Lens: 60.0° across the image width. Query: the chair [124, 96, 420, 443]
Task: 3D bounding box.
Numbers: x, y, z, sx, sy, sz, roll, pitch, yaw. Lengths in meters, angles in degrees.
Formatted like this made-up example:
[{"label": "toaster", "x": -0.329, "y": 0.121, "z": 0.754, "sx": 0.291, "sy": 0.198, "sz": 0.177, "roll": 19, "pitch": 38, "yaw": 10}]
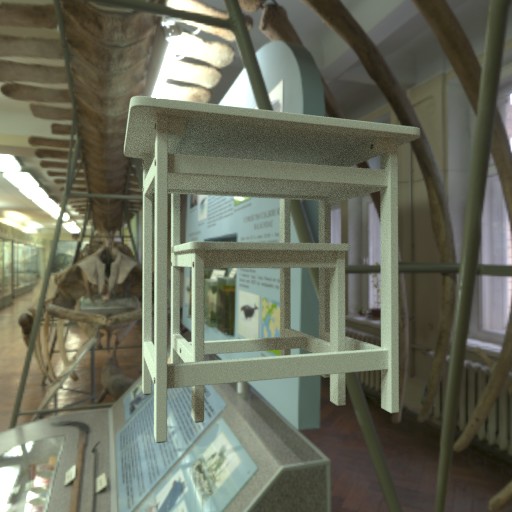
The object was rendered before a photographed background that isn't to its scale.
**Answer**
[{"label": "chair", "x": 0.000, "y": 0.000, "z": 1.060, "sx": 0.599, "sy": 0.673, "sz": 0.461, "roll": 0, "pitch": -1, "yaw": -18}]
